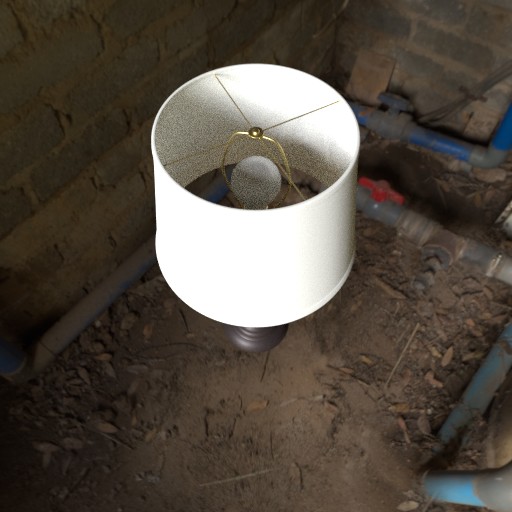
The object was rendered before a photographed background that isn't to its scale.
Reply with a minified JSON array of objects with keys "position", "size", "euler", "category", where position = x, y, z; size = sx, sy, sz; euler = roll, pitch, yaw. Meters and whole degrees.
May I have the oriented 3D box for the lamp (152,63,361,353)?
[{"position":[0.000,0.000,0.809],"size":[0.335,0.611,0.335],"euler":[0,59,0],"category":"lamp"}]
